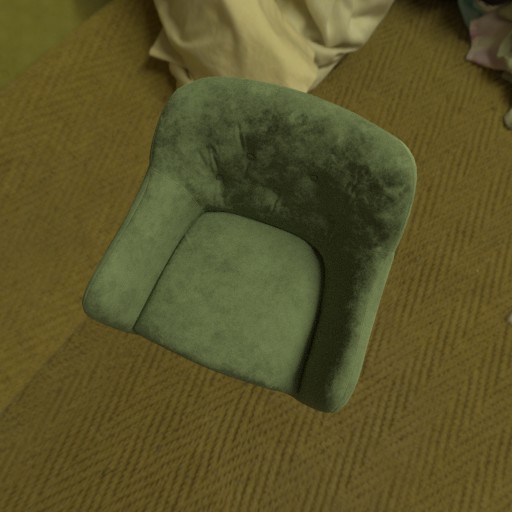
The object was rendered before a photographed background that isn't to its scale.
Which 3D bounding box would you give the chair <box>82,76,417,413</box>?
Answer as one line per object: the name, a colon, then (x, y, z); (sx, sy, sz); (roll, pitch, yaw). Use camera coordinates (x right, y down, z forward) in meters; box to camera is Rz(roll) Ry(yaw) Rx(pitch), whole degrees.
chair: (0.000, 0.000, 1.539); (0.840, 0.804, 0.819); (20, 75, 6)
